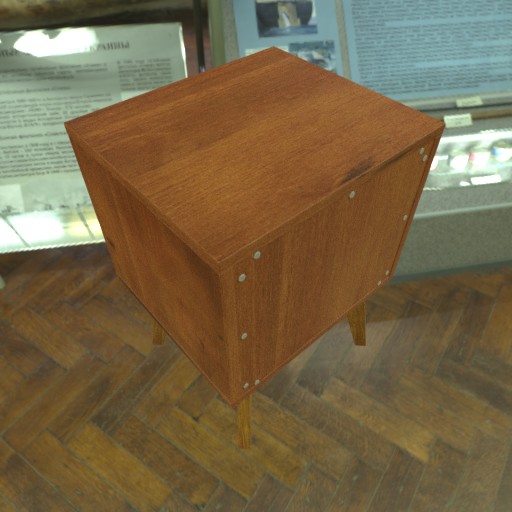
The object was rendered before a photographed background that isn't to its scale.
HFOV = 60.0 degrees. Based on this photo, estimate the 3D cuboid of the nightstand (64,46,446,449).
[{"bbox_3d":[0.000,0.000,0.932,0.460,0.618,0.411,-33,55,-27],"label":"nightstand"}]
